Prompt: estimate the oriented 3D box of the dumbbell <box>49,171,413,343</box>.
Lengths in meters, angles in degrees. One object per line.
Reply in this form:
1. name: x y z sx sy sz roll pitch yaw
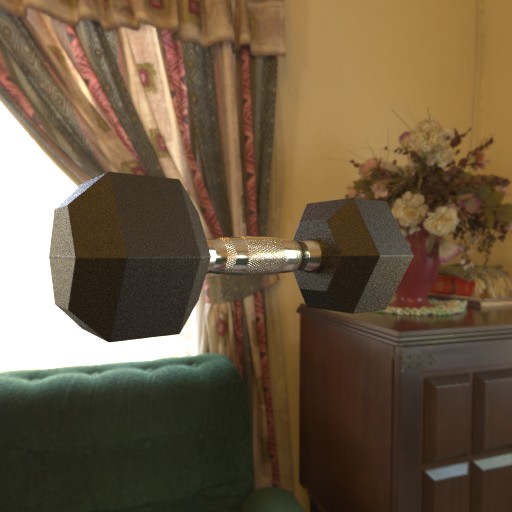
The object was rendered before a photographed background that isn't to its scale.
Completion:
1. dumbbell: 0.000 0.000 0.360 0.297 0.101 0.116 0 1 -36
